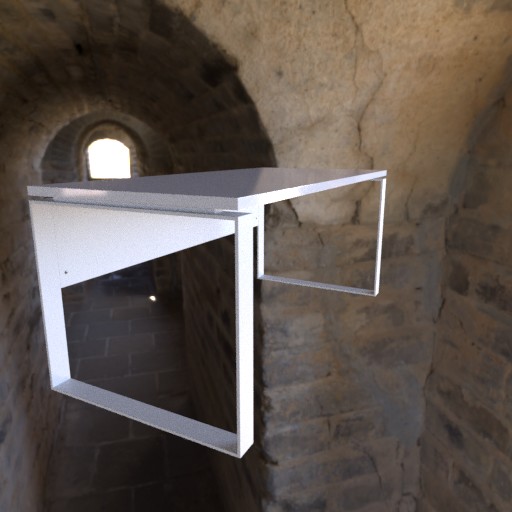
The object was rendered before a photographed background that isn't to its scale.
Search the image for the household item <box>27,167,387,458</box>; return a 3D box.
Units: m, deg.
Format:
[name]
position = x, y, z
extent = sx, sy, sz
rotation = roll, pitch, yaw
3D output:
[household item]
position = 0.000, 0.000, 2.089
extent = 0.800, 0.745, 1.700
rotation = 7, 15, 27
